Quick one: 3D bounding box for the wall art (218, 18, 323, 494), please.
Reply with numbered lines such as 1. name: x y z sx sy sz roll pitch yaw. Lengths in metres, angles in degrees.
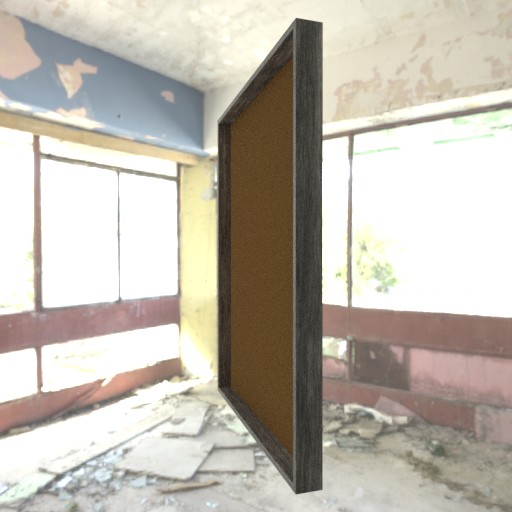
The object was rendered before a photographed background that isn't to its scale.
1. wall art: 0.000 0.000 1.317 0.063 1.016 0.762 0 0 -18
